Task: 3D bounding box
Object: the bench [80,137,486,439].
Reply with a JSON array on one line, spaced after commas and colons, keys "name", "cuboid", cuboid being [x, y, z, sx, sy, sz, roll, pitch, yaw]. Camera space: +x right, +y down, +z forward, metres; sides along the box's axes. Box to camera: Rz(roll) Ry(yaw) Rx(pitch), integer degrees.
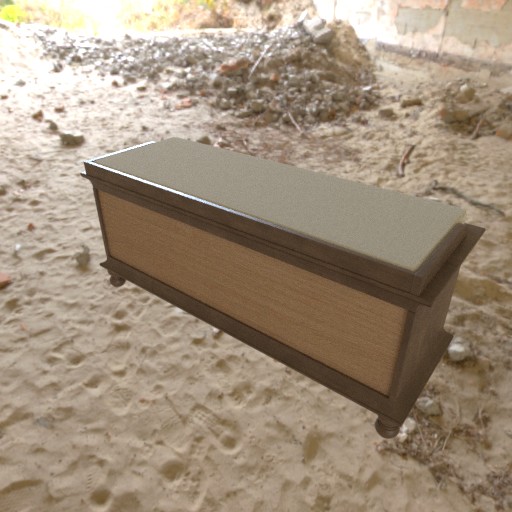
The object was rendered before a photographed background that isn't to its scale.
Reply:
[{"name": "bench", "cuboid": [0.000, 0.000, 1.418, 1.185, 0.501, 0.402, 22, 37, 32]}]
